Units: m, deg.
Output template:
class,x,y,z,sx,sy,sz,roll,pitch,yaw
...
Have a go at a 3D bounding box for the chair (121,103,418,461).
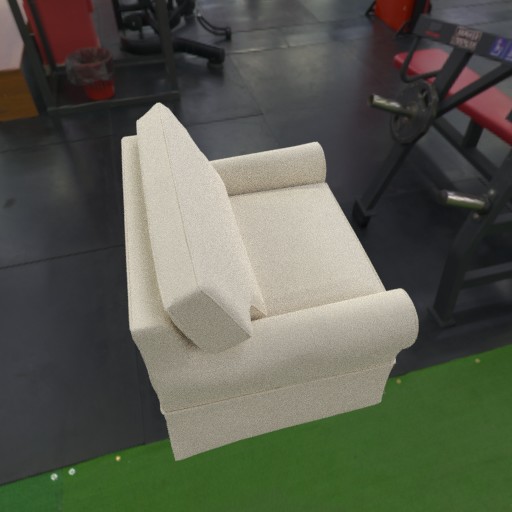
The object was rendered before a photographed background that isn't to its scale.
class,x,y,z,sx,sy,sz,roll,pitch,yaw
chair,0.000,0.000,1.780,0.904,0.958,1.099,-10,48,-9
